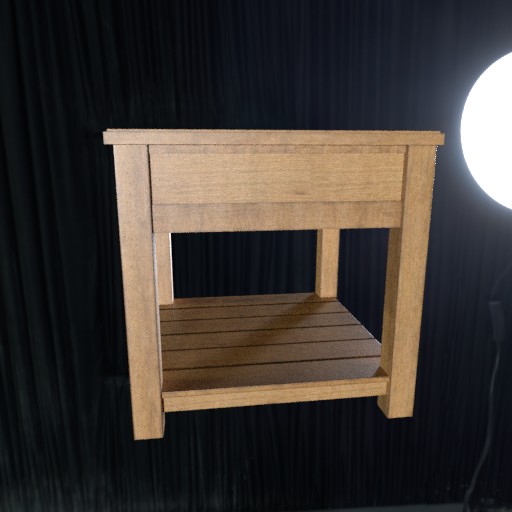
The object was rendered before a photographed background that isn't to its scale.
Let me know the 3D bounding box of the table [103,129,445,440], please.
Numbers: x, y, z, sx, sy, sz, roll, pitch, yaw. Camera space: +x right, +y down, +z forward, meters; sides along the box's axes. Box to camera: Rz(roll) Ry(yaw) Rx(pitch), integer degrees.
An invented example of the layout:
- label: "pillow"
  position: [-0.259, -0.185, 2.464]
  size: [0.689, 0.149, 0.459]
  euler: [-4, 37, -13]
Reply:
- label: "table"
  position: [0.000, 0.000, 1.134]
  size: [0.612, 0.593, 0.616]
  euler: [-2, 13, -8]
